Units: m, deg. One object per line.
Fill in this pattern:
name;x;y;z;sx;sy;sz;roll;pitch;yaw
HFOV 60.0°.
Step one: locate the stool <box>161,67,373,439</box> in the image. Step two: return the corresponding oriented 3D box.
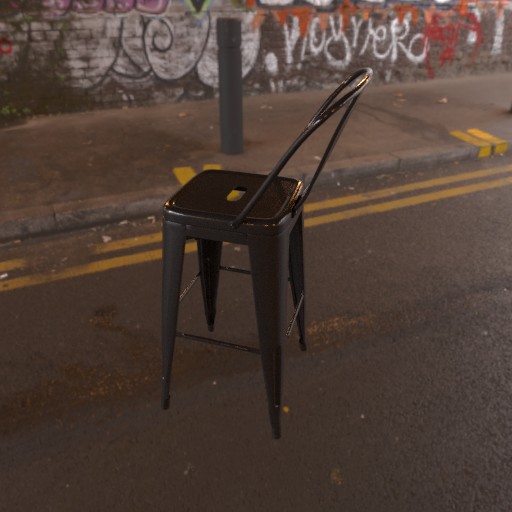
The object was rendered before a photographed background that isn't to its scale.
stool;0.000;0.000;1.291;0.528;1.022;0.432;9;33;14
